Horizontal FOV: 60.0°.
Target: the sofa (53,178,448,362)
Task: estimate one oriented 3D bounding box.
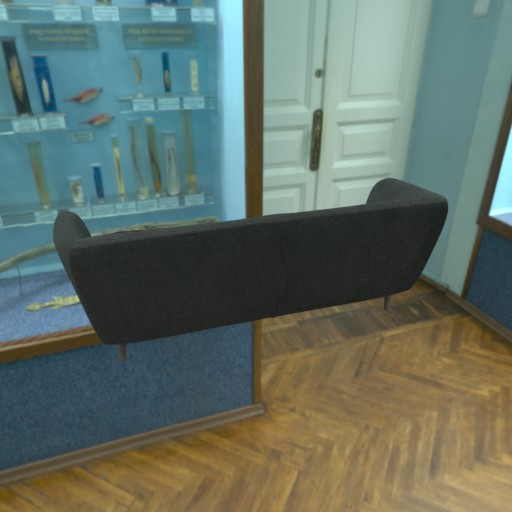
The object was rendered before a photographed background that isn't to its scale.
[{"bbox_3d":[0.000,0.000,2.812,2.296,0.875,0.956,-8,28,-15],"label":"sofa"}]
